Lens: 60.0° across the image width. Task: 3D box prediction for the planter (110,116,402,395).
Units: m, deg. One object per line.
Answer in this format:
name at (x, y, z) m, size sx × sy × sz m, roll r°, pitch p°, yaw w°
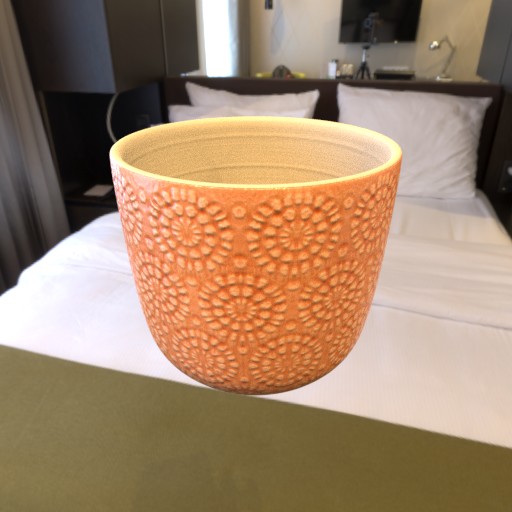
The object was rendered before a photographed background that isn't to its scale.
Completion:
planter at (0.000, 0.000, 0.370) m, size 0.208 × 0.190 × 0.208 m, roll 0°, pitch 27°, yaw 0°
